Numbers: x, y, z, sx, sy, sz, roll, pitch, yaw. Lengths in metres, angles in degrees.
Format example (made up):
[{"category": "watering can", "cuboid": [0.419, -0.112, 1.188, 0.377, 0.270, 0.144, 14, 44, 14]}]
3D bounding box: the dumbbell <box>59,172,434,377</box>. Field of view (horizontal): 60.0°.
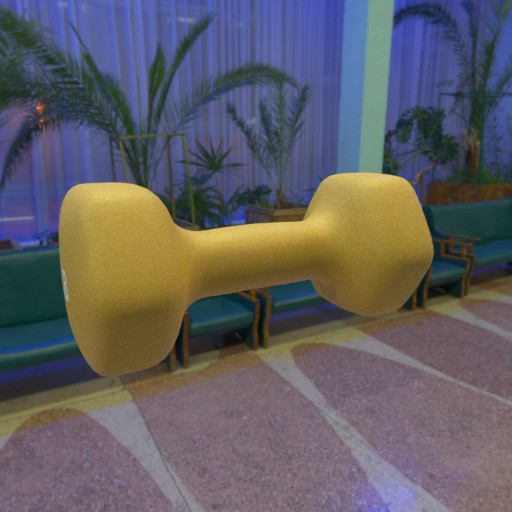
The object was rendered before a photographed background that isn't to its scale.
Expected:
[{"category": "dumbbell", "cuboid": [0.000, 0.000, 0.236, 0.190, 0.082, 0.090, -7, 16, -27]}]
